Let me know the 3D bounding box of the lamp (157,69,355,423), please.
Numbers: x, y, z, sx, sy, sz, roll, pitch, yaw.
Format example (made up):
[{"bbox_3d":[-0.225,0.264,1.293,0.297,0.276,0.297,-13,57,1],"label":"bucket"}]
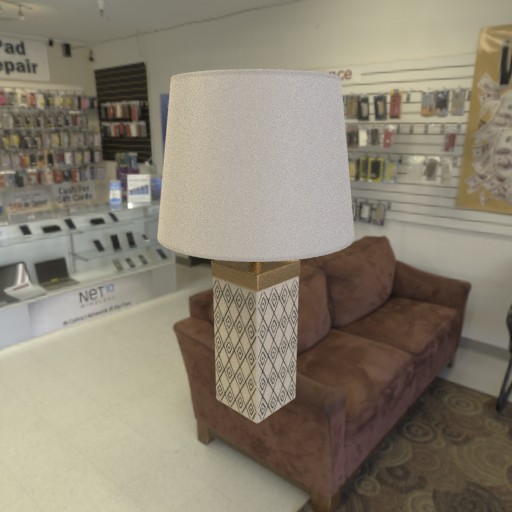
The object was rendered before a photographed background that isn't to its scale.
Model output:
[{"bbox_3d":[0.000,0.000,0.585,0.251,0.435,0.251,0,17,0],"label":"lamp"}]
